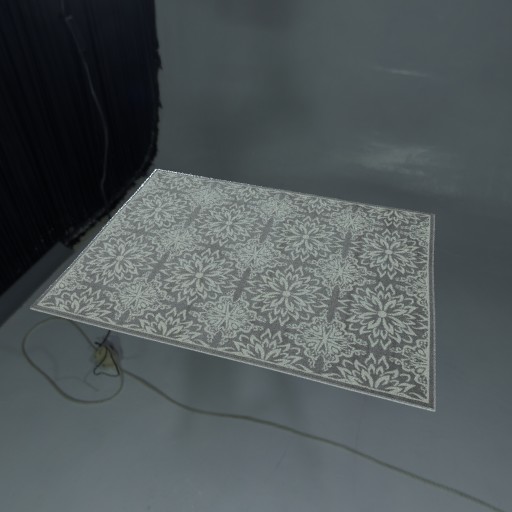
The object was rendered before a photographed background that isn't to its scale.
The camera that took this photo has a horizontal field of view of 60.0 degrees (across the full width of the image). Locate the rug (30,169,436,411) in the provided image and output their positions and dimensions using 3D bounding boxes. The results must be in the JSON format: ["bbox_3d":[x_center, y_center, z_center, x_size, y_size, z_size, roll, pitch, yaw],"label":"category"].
[{"bbox_3d":[0.000,0.000,2.862,2.213,0.014,1.608,11,43,12],"label":"rug"}]
